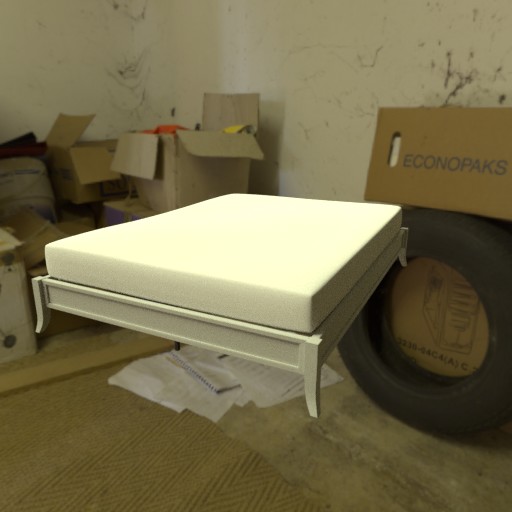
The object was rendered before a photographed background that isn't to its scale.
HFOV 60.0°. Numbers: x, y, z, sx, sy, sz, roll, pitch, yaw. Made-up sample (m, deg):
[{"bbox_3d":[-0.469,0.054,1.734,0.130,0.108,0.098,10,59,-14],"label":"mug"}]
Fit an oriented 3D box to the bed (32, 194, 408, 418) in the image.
[{"bbox_3d":[0.000,0.000,2.872,1.604,0.510,2.108,8,19,26],"label":"bed"}]
